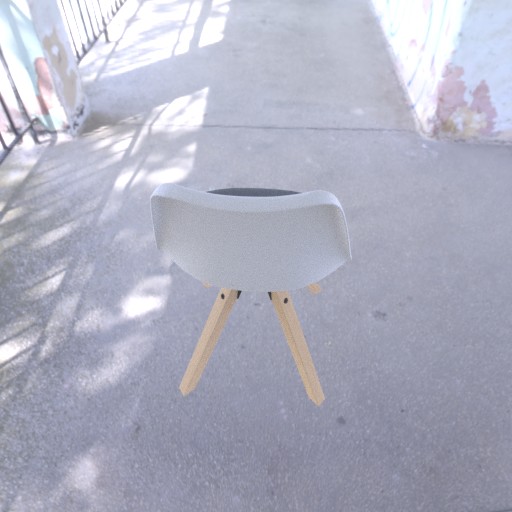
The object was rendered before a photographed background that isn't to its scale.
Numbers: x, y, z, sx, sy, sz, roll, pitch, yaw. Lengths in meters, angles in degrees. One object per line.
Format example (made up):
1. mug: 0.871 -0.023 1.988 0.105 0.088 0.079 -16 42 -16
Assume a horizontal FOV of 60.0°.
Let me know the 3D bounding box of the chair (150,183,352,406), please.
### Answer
1. chair: 0.000 0.000 1.198 0.485 0.850 0.550 3 47 3
